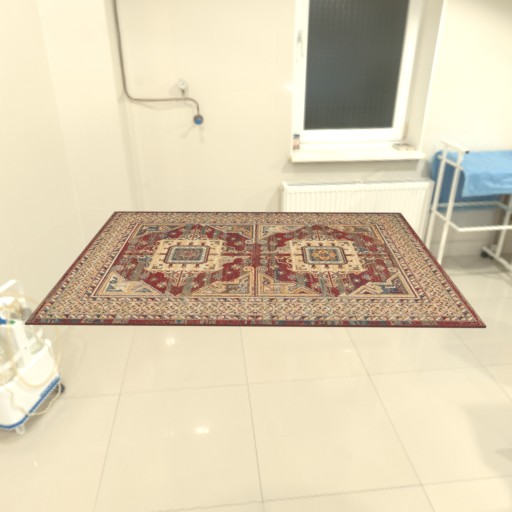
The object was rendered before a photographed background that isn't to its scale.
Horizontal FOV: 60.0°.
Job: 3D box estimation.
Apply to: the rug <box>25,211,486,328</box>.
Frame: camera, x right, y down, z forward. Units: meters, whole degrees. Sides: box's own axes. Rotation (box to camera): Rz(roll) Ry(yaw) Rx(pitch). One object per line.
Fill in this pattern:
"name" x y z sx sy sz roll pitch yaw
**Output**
"rug" 0.000 0.000 5.744 4.578 0.033 3.033 0 27 1
